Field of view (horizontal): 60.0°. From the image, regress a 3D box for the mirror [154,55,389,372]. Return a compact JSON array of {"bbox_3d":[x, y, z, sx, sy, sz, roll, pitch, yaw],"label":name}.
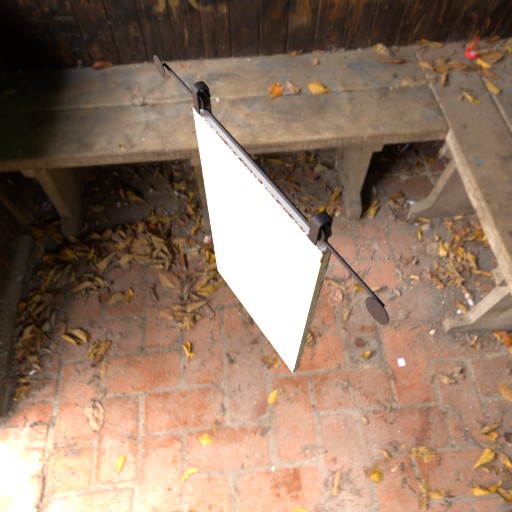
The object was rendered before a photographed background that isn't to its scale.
[{"bbox_3d":[0.000,0.000,1.208,0.037,0.844,0.808,-30,64,-17],"label":"mirror"}]
